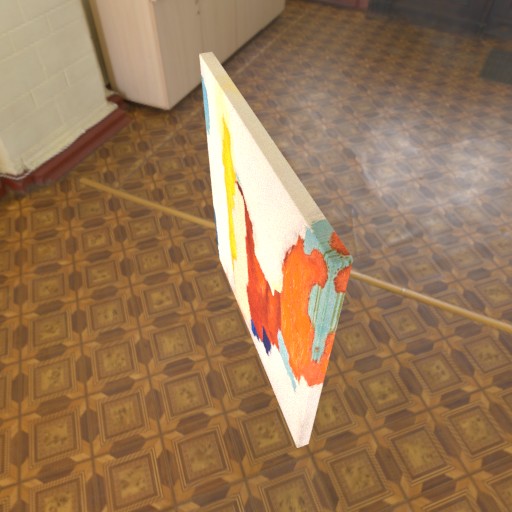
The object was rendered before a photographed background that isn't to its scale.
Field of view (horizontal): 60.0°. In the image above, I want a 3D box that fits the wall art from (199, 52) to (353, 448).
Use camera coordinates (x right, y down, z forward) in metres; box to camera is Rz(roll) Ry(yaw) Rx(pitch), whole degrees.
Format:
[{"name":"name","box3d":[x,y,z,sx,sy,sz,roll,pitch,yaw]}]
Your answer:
[{"name":"wall art","box3d":[0.000,0.000,1.255,0.037,0.814,0.814,-15,49,-13]}]
